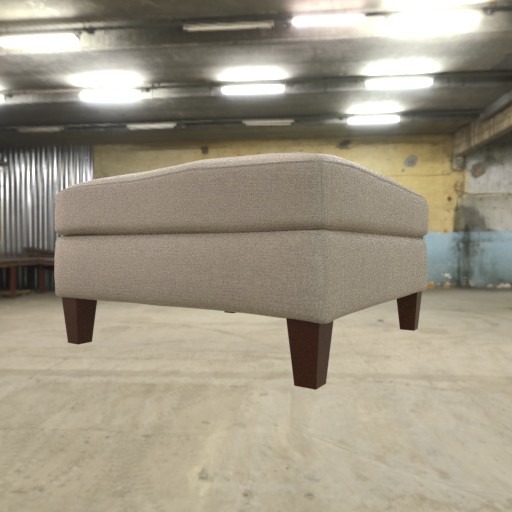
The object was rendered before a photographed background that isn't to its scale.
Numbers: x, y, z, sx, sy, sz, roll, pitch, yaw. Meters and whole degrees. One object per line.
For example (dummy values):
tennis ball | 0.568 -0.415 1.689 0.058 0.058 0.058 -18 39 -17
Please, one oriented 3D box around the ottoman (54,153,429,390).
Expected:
ottoman | 0.000 0.000 1.343 0.838 0.481 0.838 1 1 33
